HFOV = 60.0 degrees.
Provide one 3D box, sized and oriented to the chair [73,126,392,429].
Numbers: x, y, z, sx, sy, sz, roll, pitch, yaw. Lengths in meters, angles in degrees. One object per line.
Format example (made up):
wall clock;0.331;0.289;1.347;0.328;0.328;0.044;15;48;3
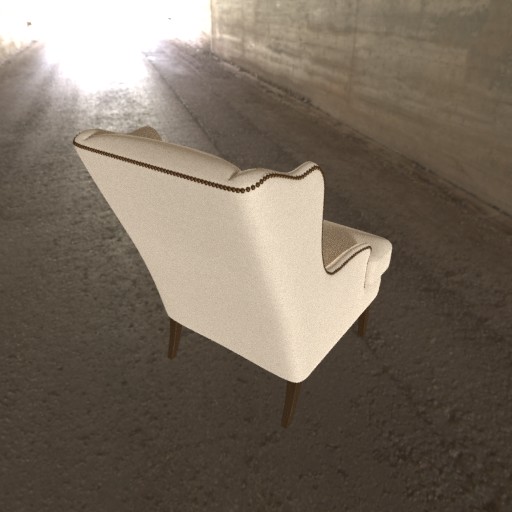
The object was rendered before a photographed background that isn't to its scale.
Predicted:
chair;0.000;0.000;1.673;0.737;1.029;0.940;21;36;32
